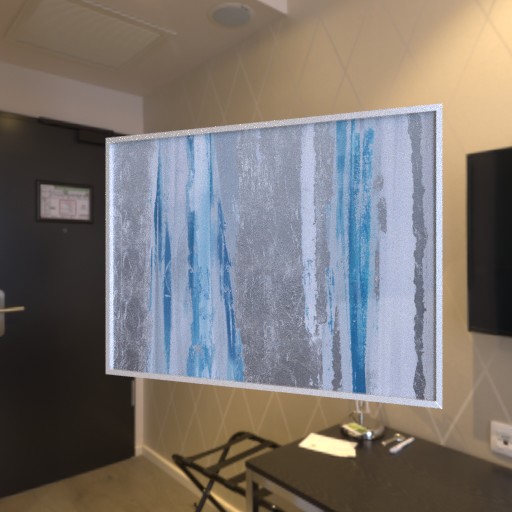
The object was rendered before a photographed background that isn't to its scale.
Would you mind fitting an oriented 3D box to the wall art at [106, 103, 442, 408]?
[{"bbox_3d":[0.000,0.000,1.366,1.056,0.801,0.066,0,0,19],"label":"wall art"}]
